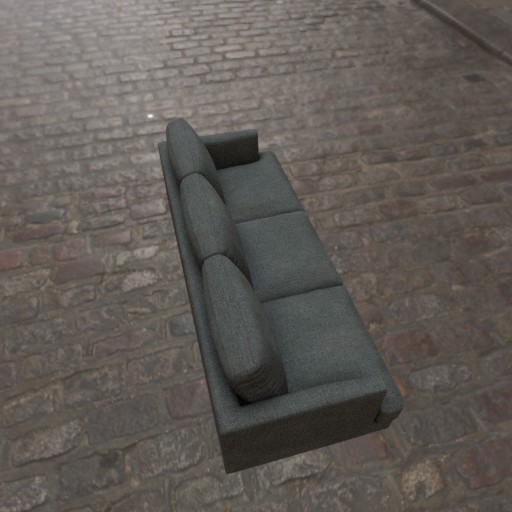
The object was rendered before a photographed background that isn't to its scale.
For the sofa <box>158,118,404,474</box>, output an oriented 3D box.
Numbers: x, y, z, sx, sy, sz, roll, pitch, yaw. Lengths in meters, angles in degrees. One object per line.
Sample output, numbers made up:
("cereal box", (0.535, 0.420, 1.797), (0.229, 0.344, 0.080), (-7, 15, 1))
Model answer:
("sofa", (0.000, 0.000, 2.751), (0.903, 0.930, 2.246), (-11, 48, -10))
